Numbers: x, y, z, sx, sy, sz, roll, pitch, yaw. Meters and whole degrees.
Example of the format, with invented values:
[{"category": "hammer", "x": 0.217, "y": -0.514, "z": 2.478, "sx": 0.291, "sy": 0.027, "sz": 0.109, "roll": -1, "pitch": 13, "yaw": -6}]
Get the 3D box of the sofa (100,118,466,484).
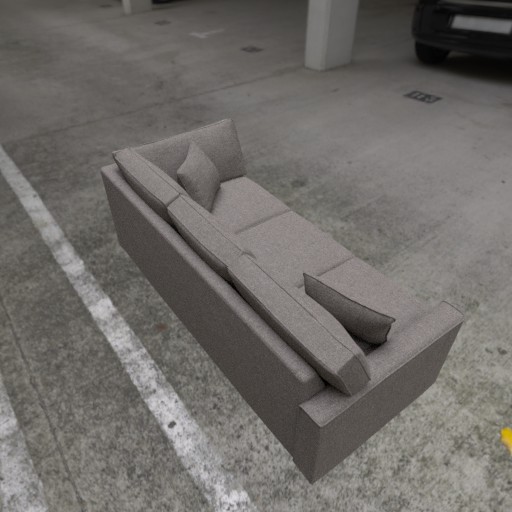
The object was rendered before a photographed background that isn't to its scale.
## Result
[{"category": "sofa", "x": 0.000, "y": 0.000, "z": 2.827, "sx": 1.061, "sy": 0.962, "sz": 2.317, "roll": -26, "pitch": 47, "yaw": -27}]
